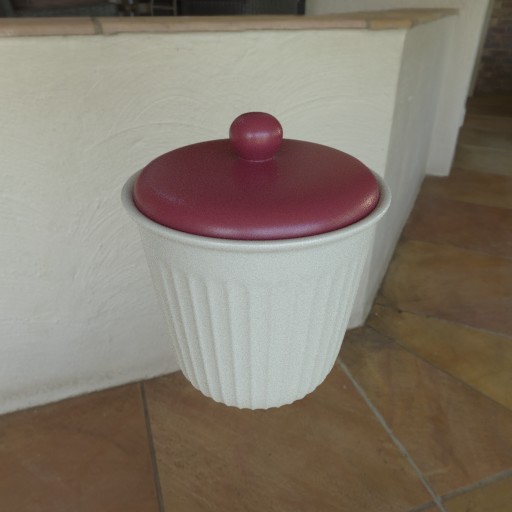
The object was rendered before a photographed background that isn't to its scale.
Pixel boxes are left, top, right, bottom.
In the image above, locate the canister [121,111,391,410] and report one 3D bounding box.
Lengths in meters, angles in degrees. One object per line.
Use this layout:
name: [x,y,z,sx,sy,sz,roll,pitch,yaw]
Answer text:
canister: [0.000,0.000,0.335,0.181,0.211,0.181,0,30,0]
